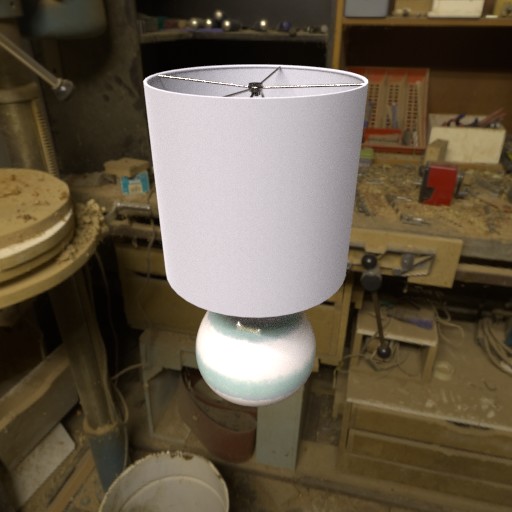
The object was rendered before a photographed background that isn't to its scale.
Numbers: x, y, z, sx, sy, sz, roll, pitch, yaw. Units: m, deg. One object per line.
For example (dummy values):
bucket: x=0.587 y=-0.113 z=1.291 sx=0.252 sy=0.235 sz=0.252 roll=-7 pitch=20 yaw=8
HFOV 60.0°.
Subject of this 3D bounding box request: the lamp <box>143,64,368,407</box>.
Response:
lamp: x=0.000 y=0.000 z=0.536 sx=0.217 sy=0.404 sz=0.217 roll=8 pitch=31 yaw=14
